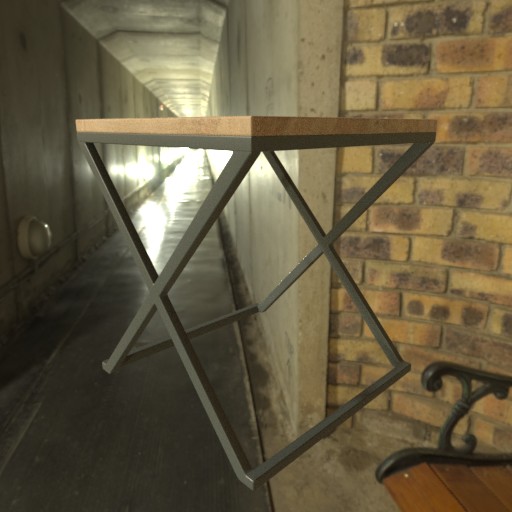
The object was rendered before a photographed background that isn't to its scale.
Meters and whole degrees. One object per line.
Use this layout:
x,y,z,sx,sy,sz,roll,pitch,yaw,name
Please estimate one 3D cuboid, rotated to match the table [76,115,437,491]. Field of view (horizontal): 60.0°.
0.000,0.000,0.933,0.499,0.550,0.498,-15,22,-42,table
